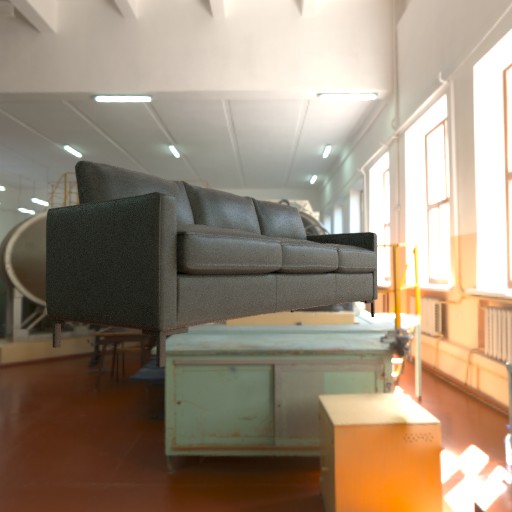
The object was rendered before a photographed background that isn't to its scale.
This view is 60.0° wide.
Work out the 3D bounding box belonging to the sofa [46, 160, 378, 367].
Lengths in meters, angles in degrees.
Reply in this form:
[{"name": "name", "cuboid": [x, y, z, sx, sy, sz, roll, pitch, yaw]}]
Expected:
[{"name": "sofa", "cuboid": [0.000, 0.000, 2.447, 0.748, 0.805, 2.029, -1, -2, 36]}]
